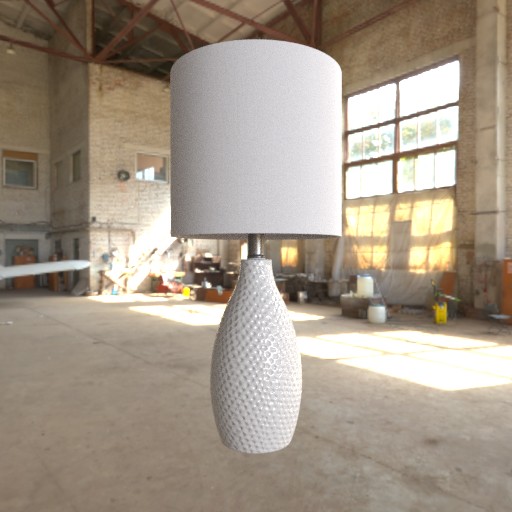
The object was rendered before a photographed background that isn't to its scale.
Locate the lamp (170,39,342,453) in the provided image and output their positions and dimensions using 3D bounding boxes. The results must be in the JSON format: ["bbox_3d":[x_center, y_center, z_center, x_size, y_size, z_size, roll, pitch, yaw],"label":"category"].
[{"bbox_3d":[0.000,0.000,0.567,0.214,0.466,0.214,0,0,-19],"label":"lamp"}]
